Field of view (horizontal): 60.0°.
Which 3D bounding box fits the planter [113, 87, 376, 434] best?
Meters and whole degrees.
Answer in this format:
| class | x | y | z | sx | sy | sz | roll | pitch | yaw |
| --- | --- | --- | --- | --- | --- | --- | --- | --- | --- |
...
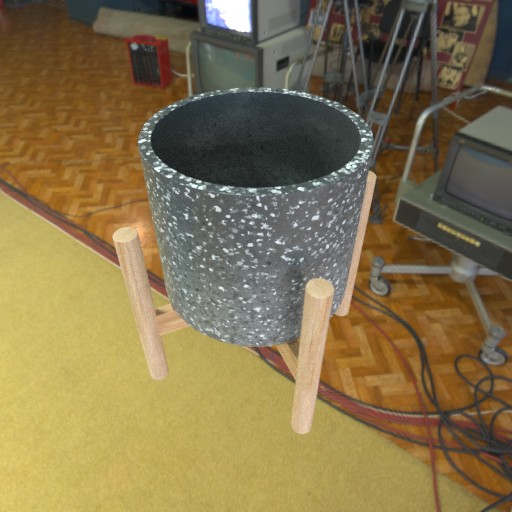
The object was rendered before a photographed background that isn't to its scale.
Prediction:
| class | x | y | z | sx | sy | sz | roll | pitch | yaw |
| --- | --- | --- | --- | --- | --- | --- | --- | --- | --- |
| planter | 0.000 | 0.000 | 0.531 | 0.284 | 0.320 | 0.284 | 0 | 41 | -1 |
